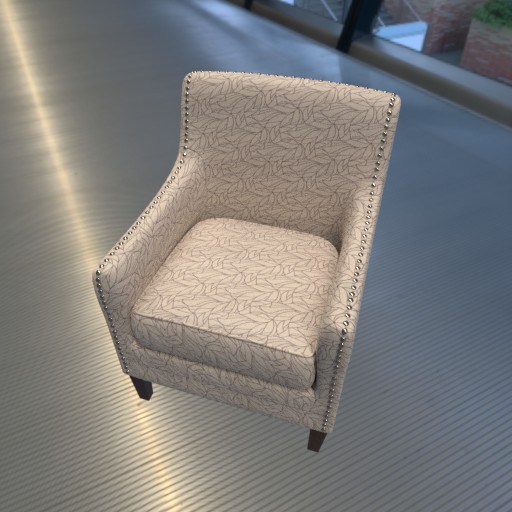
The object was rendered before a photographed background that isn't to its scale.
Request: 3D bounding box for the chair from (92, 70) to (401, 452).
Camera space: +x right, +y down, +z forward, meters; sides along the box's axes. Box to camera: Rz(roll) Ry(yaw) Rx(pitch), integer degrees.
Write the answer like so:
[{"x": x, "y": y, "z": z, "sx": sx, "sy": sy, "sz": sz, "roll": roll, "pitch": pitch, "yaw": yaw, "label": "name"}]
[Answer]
[{"x": 0.000, "y": 0.000, "z": 1.273, "sx": 0.623, "sy": 0.816, "sz": 0.651, "roll": 12, "pitch": 42, "yaw": 13, "label": "chair"}]
